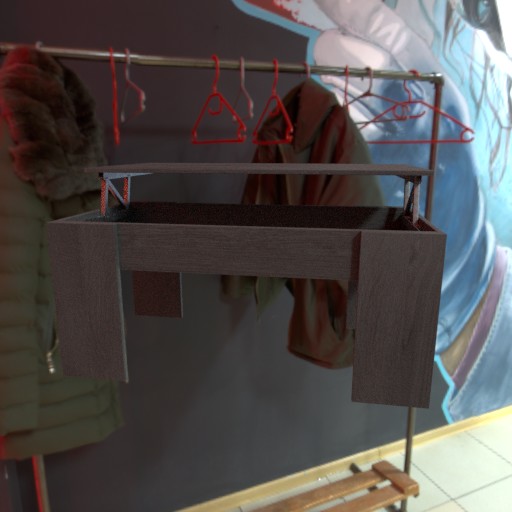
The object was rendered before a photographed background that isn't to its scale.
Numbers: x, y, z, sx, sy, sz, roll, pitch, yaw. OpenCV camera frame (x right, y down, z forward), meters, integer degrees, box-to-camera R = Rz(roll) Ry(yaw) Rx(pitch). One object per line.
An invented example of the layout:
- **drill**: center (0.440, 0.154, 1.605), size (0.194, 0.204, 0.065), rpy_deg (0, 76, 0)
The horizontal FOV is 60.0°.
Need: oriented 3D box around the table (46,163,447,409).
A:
- **table**: center (0.000, 0.000, 1.449), size (1.000, 0.570, 0.711), rpy_deg (2, 14, 9)
